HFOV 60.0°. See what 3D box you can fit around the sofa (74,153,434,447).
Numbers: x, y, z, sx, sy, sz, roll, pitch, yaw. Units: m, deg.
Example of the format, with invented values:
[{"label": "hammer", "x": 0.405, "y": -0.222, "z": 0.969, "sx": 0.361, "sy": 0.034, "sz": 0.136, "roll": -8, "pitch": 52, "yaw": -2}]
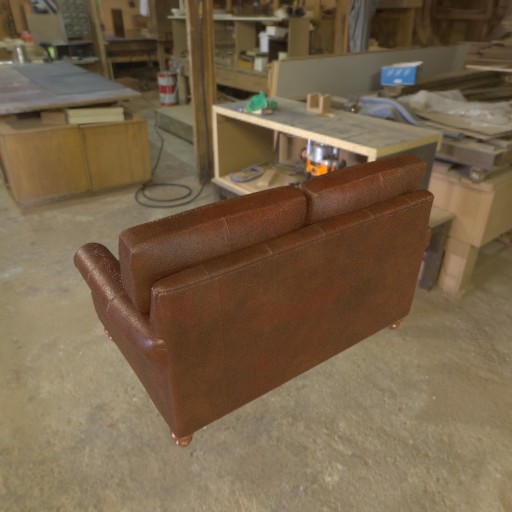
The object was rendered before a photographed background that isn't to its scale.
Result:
[{"label": "sofa", "x": 0.000, "y": 0.000, "z": 2.257, "sx": 1.616, "sy": 0.976, "sz": 0.990, "roll": -19, "pitch": 35, "yaw": -30}]
